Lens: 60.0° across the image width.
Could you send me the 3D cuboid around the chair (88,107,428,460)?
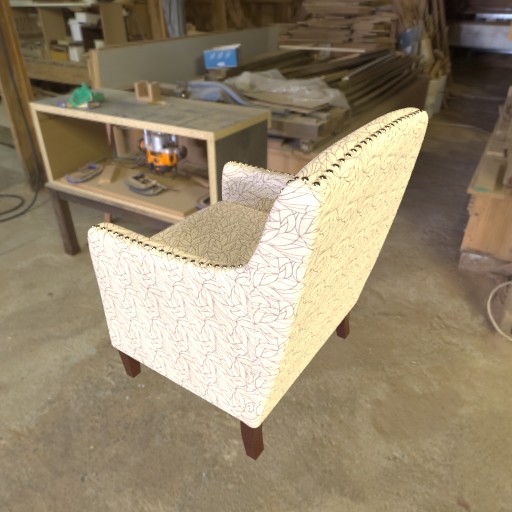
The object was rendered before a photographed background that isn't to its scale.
[{"bbox_3d":[0.000,0.000,1.258,0.651,0.816,0.623,20,37,28],"label":"chair"}]
